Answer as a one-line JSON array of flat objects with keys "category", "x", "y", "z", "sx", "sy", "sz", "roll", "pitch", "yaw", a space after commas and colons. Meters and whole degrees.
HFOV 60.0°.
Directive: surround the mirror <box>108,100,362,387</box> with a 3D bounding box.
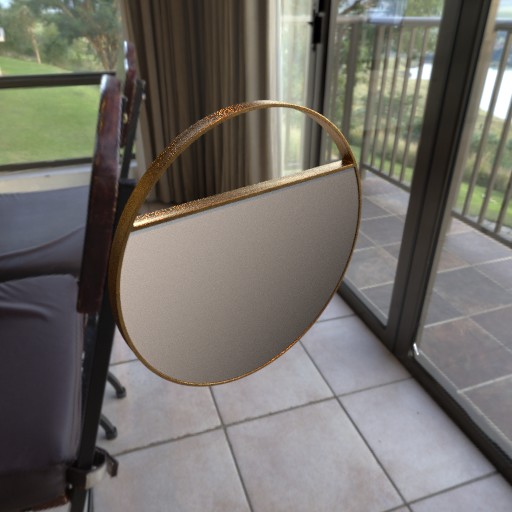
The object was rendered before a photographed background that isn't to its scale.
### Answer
[{"category": "mirror", "x": 0.000, "y": 0.000, "z": 0.850, "sx": 0.565, "sy": 0.565, "sz": 0.032, "roll": -21, "pitch": 36, "yaw": -32}]
